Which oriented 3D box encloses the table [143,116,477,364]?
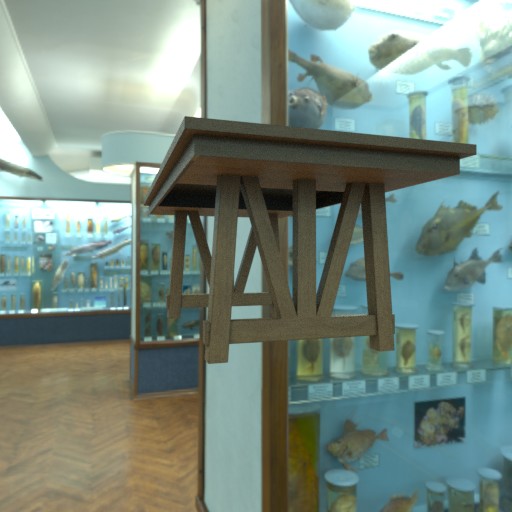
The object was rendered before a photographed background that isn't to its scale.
[{"bbox_3d":[0.000,0.000,2.285,1.016,0.768,1.881,0,0,-18],"label":"table"}]
